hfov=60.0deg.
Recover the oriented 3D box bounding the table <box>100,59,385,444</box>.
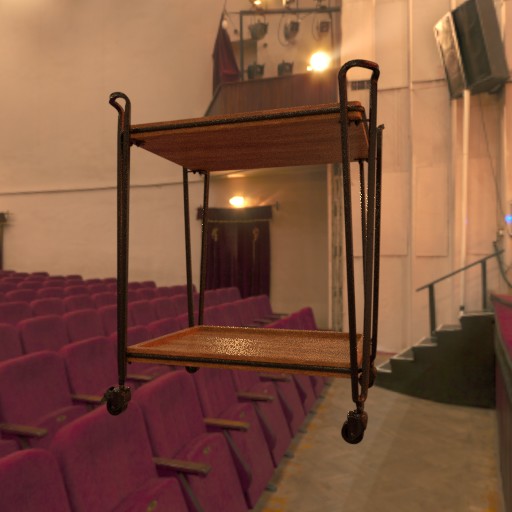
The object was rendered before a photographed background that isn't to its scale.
[{"bbox_3d":[0.000,0.000,1.216,0.672,0.785,0.505,0,-1,18],"label":"table"}]
